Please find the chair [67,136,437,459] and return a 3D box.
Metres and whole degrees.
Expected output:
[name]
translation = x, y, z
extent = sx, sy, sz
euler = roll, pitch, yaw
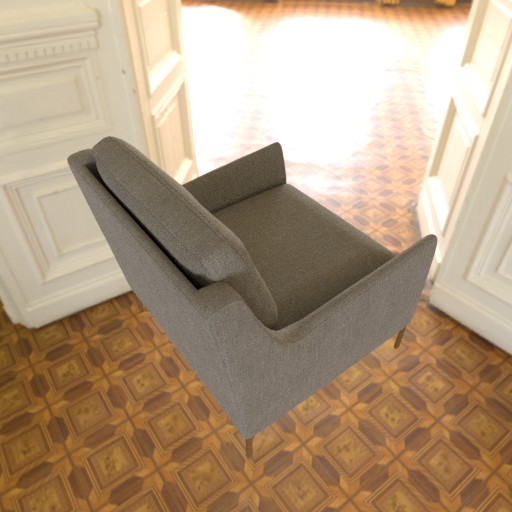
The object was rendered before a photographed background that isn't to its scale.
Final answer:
[chair]
translation = 0.000, 0.000, 1.523
extent = 0.849, 0.828, 0.847
euler = -26, 48, -27
